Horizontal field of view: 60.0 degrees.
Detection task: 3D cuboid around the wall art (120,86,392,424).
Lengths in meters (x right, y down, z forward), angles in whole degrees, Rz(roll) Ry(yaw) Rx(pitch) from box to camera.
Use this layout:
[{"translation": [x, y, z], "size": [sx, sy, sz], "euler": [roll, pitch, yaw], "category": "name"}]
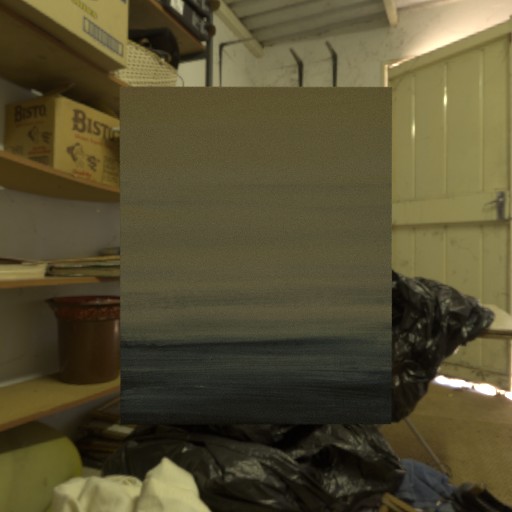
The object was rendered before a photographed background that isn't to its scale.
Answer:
[{"translation": [0.000, 0.000, 0.818], "size": [0.489, 0.608, 0.040], "euler": [0, 1, 0], "category": "wall art"}]
